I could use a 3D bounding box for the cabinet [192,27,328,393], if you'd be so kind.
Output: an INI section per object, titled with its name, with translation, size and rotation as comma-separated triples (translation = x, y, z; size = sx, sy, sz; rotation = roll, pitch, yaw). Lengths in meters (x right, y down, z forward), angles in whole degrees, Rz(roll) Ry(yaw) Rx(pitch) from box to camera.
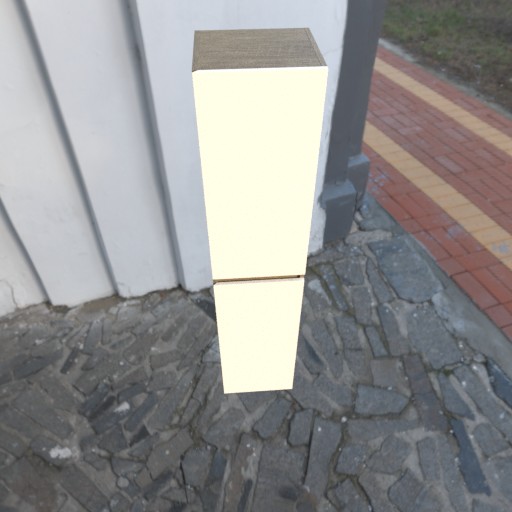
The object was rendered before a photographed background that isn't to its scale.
[cabinet]
translation = 0.000, 0.000, 1.554
size = 0.300, 1.400, 0.270
rotation = -3, 45, -3
